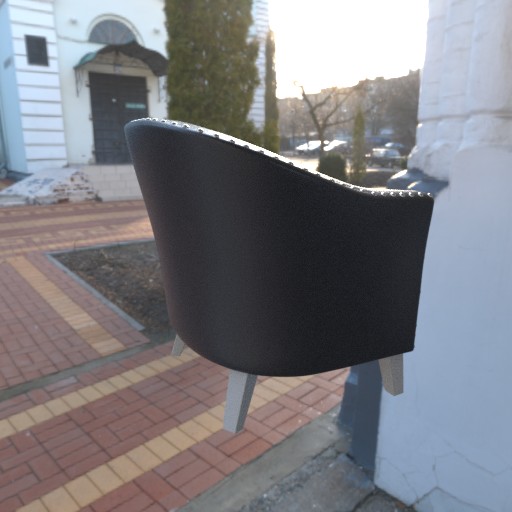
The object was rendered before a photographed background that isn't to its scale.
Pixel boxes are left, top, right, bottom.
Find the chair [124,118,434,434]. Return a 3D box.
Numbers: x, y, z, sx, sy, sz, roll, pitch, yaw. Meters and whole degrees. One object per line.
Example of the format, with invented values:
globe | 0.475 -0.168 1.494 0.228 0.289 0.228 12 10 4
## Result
chair | 0.000 0.000 1.426 0.748 0.823 0.794 -7 16 -26
